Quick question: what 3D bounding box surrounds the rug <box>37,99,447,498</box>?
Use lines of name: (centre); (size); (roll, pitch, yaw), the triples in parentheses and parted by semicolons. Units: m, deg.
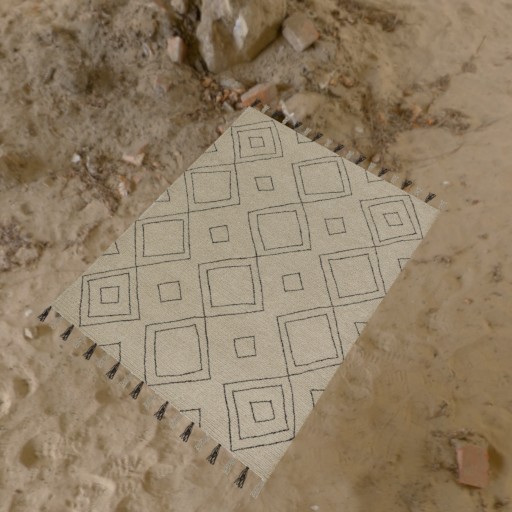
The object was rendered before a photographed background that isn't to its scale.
rug: (0.000, 0.000, 4.108); (2.342, 0.026, 3.221); (33, 68, 15)
